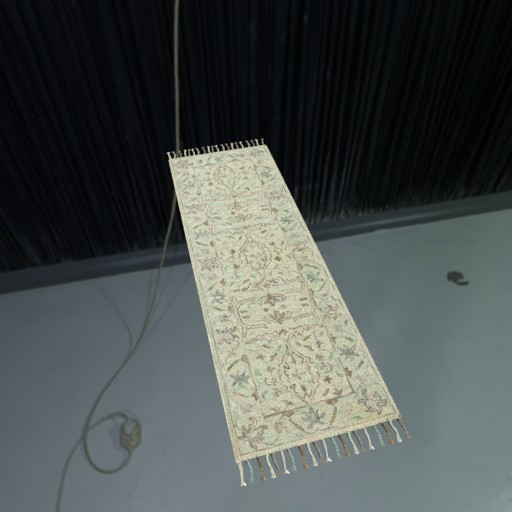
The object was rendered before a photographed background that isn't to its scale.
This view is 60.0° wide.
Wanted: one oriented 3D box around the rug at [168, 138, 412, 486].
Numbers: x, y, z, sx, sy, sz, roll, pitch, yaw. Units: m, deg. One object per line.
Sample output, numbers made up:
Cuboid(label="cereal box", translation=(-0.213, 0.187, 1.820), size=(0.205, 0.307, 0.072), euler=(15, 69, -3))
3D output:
Cuboid(label="rug", translation=(0.000, 0.000, 2.661), size=(0.769, 0.013, 2.440), euler=(-11, 48, -10))
